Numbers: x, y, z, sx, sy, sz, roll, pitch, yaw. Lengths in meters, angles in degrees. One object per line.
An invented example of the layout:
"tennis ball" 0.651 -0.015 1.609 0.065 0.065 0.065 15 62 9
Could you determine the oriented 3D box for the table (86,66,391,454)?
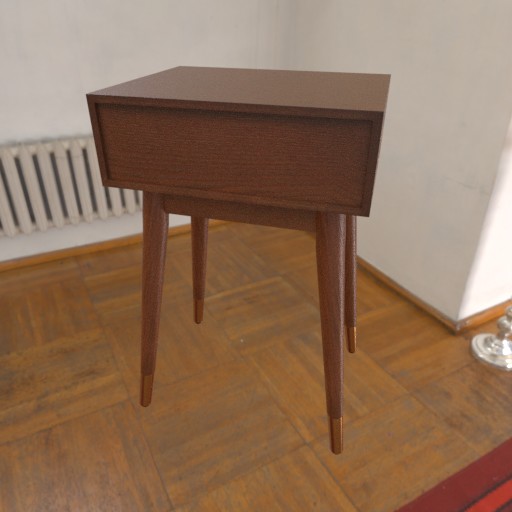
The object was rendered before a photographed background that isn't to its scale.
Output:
"table" 0.000 0.000 0.813 0.406 0.599 0.300 8 31 14
